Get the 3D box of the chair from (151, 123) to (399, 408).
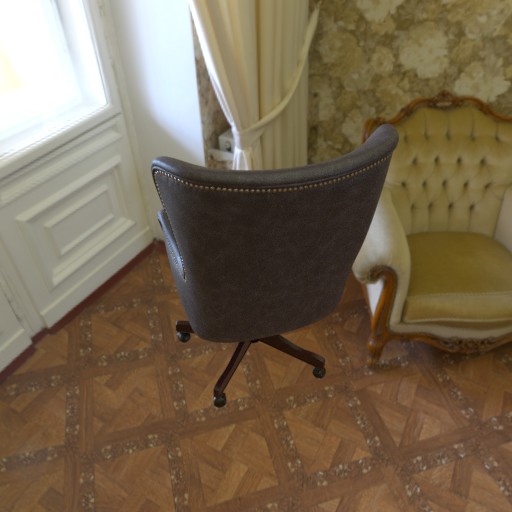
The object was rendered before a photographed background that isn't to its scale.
[{"bbox_3d":[0.000,0.000,1.473,0.594,1.037,0.717,-12,42,-13],"label":"chair"}]
